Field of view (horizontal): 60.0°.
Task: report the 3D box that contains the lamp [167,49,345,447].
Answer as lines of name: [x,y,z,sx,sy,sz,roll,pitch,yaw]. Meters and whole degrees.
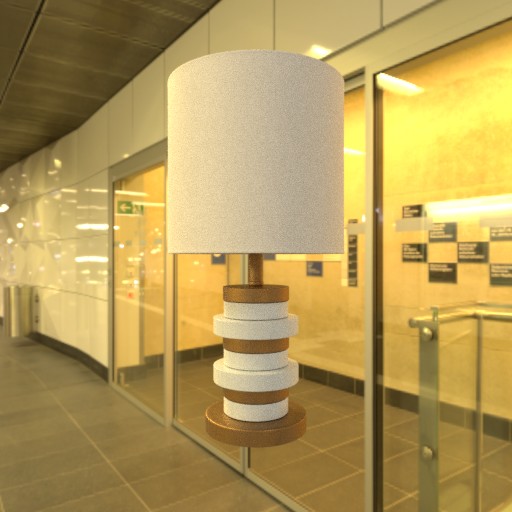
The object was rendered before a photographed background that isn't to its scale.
lamp: [0.000,0.000,0.535,0.210,0.410,0.210,0,0,34]
